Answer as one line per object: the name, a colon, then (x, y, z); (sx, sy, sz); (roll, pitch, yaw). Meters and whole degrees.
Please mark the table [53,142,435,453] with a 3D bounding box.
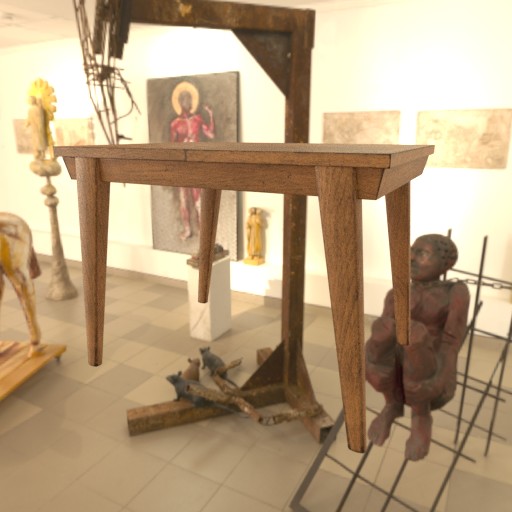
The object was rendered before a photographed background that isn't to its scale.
table: (0.000, 0.000, 1.571); (1.027, 0.760, 0.757); (8, 17, 27)
